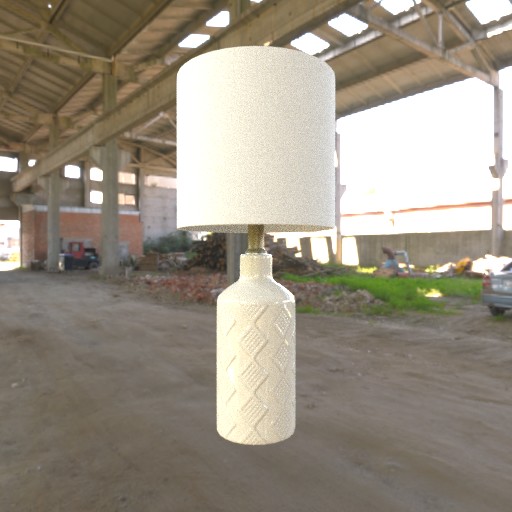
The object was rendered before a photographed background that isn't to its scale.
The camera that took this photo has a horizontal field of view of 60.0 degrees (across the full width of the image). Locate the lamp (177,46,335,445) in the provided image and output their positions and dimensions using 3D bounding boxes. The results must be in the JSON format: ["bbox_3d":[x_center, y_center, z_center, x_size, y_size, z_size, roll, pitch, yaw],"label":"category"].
[{"bbox_3d":[0.000,0.000,0.589,0.207,0.461,0.207,0,0,19],"label":"lamp"}]
